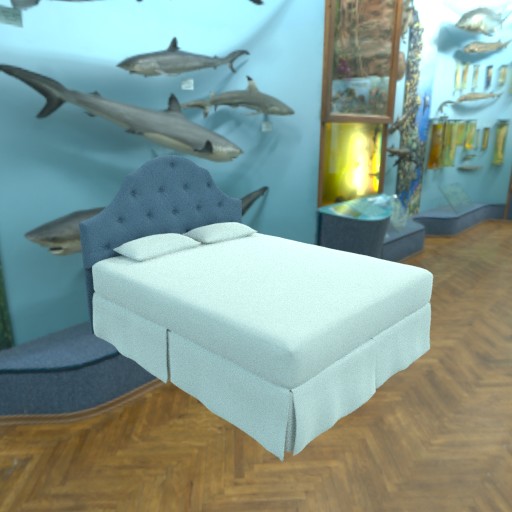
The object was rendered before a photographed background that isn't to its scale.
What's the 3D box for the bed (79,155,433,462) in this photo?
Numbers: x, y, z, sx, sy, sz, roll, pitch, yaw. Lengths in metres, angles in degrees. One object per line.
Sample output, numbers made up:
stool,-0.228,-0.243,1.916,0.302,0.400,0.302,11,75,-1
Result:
bed,0.000,0.000,3.839,2.477,1.617,2.039,15,21,42
